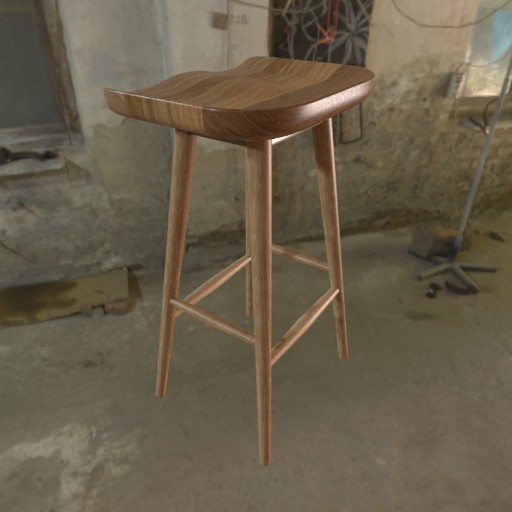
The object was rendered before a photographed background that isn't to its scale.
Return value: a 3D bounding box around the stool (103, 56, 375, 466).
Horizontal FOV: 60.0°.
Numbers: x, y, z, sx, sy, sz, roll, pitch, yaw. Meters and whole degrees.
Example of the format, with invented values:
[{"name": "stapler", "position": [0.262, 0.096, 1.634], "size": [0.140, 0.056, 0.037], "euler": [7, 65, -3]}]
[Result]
[{"name": "stool", "position": [0.000, 0.000, 0.919], "size": [0.322, 0.698, 0.407], "euler": [20, 37, 29]}]
